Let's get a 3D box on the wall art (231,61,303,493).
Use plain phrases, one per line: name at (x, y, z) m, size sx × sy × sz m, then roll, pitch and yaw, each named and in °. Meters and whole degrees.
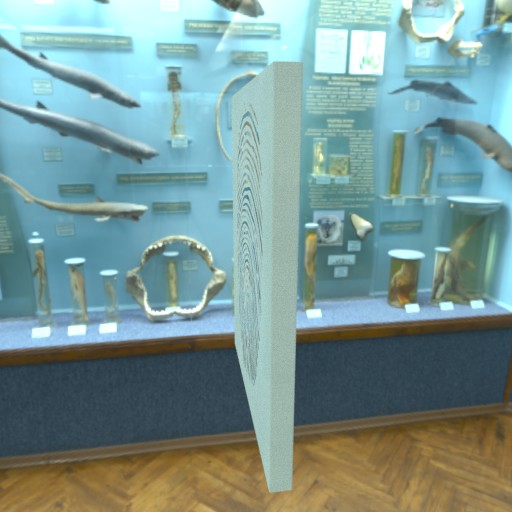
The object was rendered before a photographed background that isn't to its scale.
wall art at (0.000, 0.000, 0.837) m, size 0.037 × 0.606 × 0.508 m, roll -2°, pitch 15°, yaw -8°
